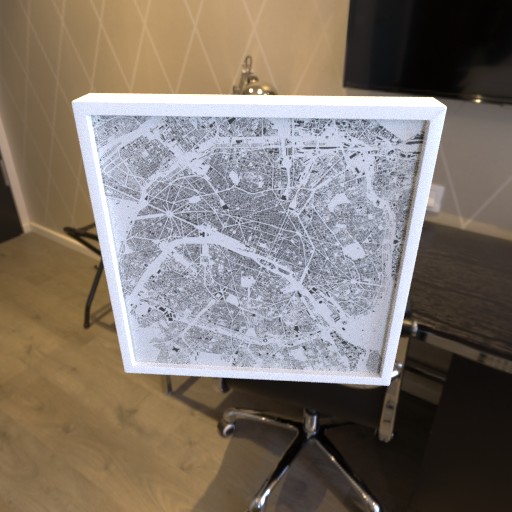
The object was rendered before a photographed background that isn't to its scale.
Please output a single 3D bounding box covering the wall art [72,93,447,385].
[{"bbox_3d":[0.000,0.000,0.449,0.305,0.305,0.038,2,30,3],"label":"wall art"}]
